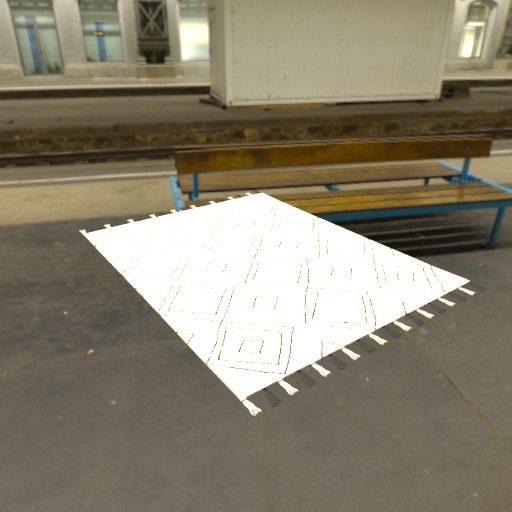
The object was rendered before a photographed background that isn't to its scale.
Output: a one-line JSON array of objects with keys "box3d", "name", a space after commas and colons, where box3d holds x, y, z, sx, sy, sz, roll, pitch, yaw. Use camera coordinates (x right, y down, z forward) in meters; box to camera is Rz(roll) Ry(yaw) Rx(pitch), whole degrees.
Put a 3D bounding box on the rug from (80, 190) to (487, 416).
[{"box3d": [0.000, 0.000, 4.182, 2.342, 0.026, 3.221, -18, 31, -32], "name": "rug"}]
